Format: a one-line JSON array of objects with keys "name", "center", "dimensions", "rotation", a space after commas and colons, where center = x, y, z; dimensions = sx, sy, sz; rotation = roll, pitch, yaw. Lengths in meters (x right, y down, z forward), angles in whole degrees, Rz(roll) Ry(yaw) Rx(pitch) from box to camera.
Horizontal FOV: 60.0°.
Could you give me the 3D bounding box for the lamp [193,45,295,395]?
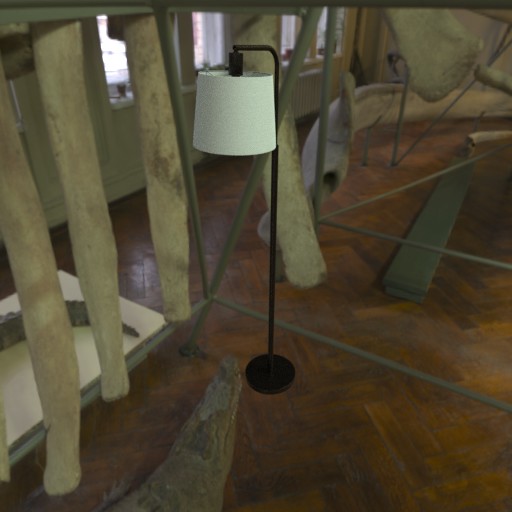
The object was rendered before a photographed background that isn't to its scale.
[{"name": "lamp", "center": [0.000, 0.000, 1.695], "dimensions": [0.254, 1.478, 0.508], "rotation": [17, 34, 27]}]
